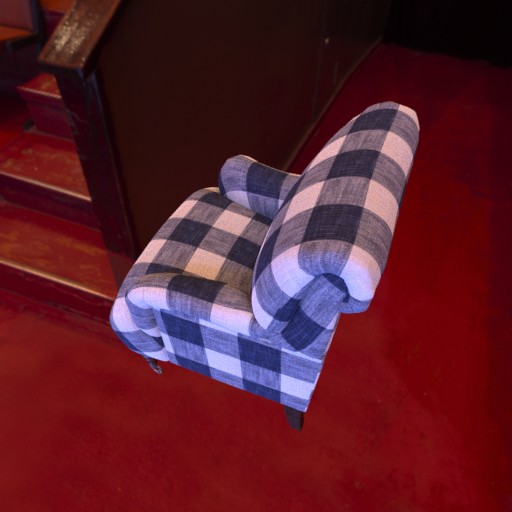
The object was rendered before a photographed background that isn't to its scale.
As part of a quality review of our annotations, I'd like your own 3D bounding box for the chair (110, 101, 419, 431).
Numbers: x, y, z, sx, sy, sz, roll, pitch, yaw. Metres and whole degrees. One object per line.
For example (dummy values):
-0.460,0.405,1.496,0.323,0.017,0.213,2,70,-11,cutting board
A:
0.000,0.000,1.569,0.848,0.953,0.781,16,49,15,chair
